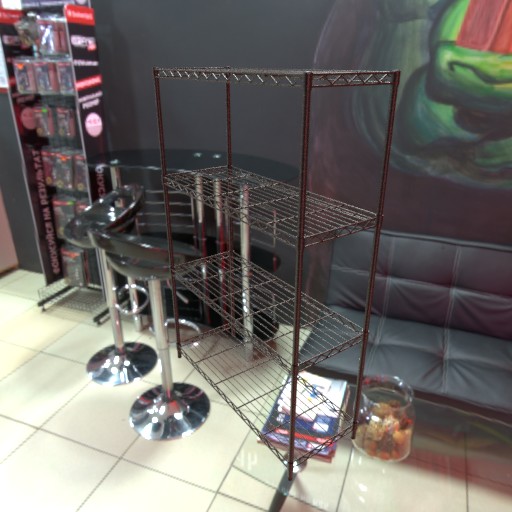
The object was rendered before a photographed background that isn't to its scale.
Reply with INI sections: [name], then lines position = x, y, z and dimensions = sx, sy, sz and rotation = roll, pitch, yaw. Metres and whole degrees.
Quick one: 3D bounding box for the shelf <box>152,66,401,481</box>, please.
[shelf]
position = 0.000, 0.000, 1.745
dimensions = 0.352, 1.361, 0.907
rotation = -16, 28, -32
